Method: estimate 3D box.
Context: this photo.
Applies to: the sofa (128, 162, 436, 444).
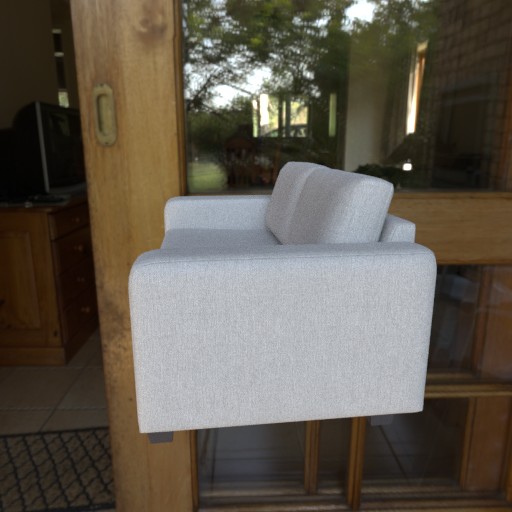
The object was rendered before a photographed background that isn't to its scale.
[{"bbox_3d":[0.000,0.000,1.994,0.900,0.800,1.540,-2,14,-7],"label":"sofa"}]
